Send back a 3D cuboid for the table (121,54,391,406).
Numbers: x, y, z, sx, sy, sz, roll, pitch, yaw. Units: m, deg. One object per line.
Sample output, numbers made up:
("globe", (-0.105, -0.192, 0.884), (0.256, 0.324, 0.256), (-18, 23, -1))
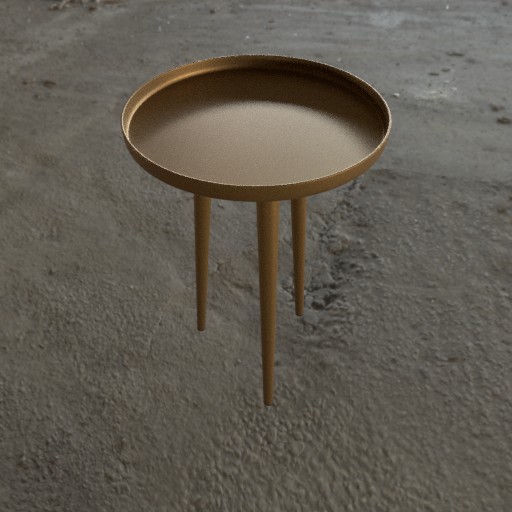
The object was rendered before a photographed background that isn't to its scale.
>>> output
("table", (0.000, 0.000, 0.671), (0.299, 0.480, 0.299), (12, 47, 12))
